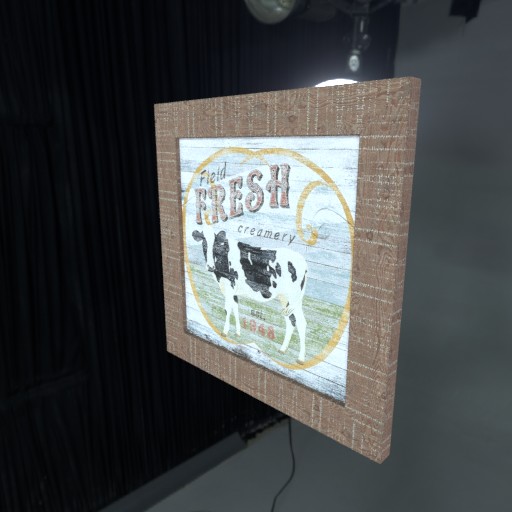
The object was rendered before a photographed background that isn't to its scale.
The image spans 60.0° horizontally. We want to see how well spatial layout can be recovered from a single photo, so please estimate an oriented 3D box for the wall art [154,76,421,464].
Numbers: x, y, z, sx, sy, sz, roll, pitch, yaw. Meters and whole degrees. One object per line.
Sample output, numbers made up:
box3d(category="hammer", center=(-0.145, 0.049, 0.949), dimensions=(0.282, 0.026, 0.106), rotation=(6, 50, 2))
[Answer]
box3d(category="wall art", center=(0.000, 0.000, 0.772), dimensions=(0.531, 0.531, 0.029), rotation=(13, 19, 42))
